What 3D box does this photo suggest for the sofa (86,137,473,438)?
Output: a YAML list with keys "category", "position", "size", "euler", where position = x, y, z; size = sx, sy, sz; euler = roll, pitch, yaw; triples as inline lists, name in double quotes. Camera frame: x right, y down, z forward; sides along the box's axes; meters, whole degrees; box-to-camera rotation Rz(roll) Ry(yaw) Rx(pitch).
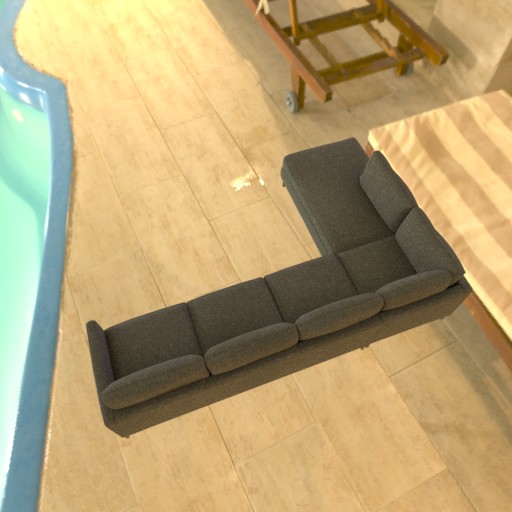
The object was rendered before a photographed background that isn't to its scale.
- category: "sofa"
  position: [0.000, 0.000, 3.847]
  size: [2.949, 0.815, 2.007]
  euler: [-18, 60, -10]
